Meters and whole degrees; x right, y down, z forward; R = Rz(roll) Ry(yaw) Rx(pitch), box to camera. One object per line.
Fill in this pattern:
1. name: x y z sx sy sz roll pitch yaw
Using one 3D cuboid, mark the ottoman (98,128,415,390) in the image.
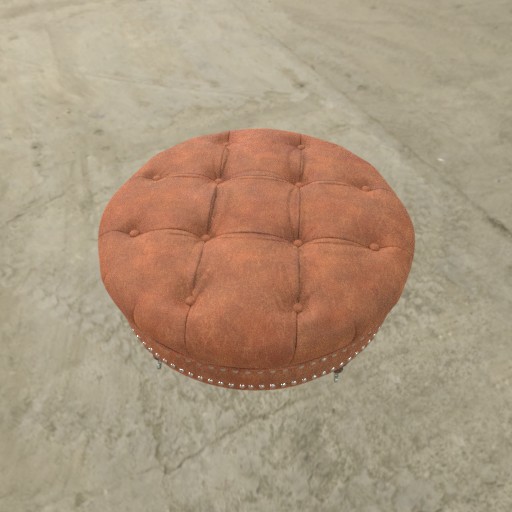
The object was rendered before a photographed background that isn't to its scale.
1. ottoman: 0.000 0.000 1.372 0.901 0.444 0.901 0 46 0
